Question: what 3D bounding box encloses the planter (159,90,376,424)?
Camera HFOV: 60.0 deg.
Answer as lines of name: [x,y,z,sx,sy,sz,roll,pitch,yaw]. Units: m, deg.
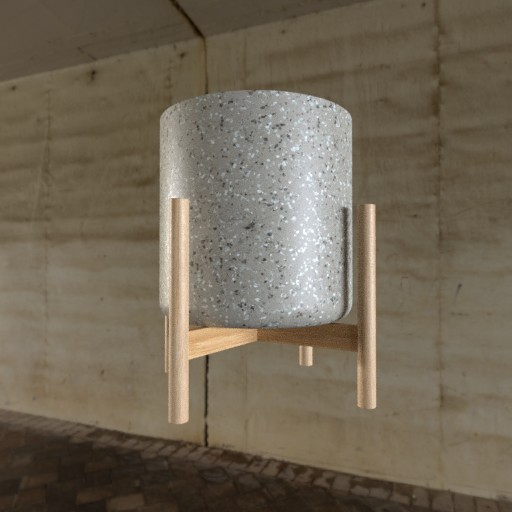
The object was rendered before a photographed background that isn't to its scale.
planter: [0.000,0.000,0.713,0.360,0.419,0.360,1,-1,-35]
